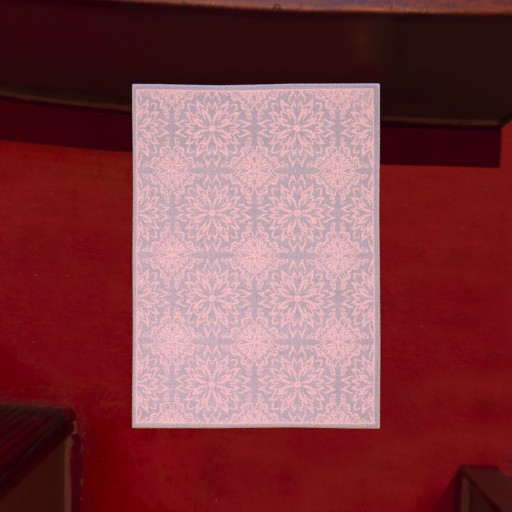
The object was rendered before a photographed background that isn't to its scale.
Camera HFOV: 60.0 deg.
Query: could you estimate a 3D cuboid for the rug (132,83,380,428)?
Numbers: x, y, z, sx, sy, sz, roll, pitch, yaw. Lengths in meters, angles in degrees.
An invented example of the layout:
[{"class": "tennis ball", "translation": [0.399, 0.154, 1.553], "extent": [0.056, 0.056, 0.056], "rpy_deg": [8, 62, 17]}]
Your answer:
[{"class": "rug", "translation": [0.000, 0.000, 2.840], "extent": [1.589, 0.014, 2.205], "rpy_deg": [0, 90, 0]}]
